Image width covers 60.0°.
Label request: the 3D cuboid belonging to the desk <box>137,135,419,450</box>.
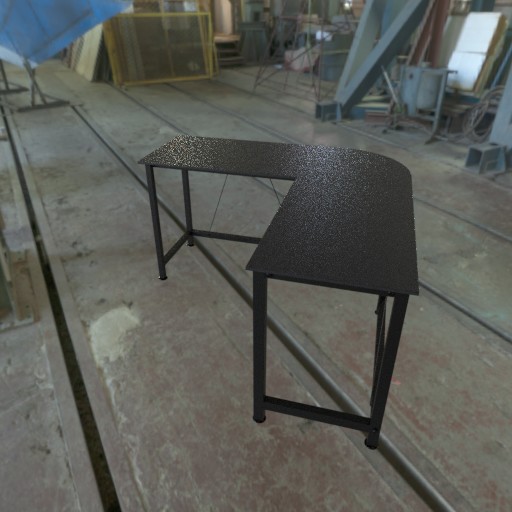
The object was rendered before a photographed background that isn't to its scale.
[{"bbox_3d":[0.000,0.000,2.255,1.400,0.762,1.400,8,31,13],"label":"desk"}]
